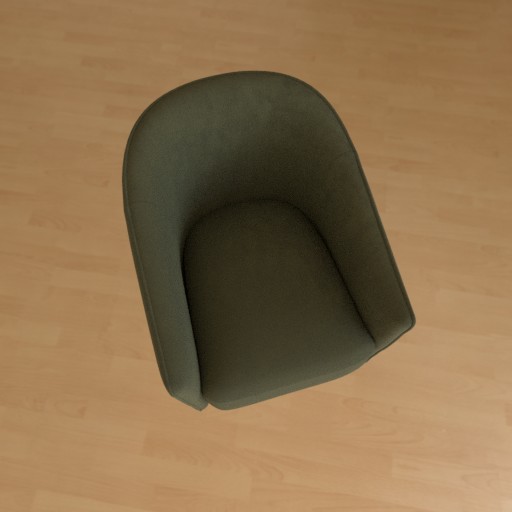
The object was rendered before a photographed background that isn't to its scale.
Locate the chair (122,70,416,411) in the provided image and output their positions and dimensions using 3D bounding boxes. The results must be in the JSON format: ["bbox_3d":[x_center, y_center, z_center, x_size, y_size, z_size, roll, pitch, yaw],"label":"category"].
[{"bbox_3d":[0.000,0.000,1.504,0.747,0.799,0.875,-14,66,-7],"label":"chair"}]
